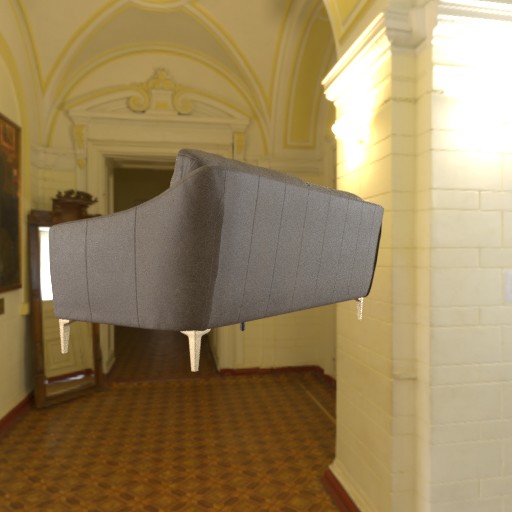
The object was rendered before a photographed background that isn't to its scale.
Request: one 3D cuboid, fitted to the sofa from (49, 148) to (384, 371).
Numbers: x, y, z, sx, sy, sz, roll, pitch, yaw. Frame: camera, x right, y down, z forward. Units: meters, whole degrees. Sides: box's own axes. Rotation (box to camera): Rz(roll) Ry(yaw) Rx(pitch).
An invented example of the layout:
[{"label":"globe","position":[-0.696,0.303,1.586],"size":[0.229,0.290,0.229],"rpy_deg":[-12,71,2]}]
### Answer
[{"label":"sofa","position":[0.000,0.000,2.608],"size":[0.960,0.902,2.036],"rpy_deg":[0,0,35]}]
